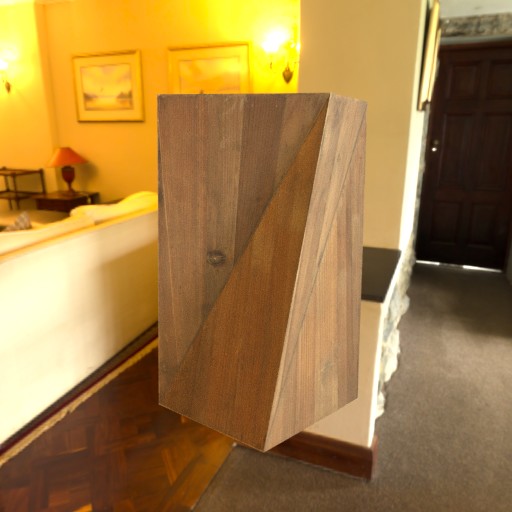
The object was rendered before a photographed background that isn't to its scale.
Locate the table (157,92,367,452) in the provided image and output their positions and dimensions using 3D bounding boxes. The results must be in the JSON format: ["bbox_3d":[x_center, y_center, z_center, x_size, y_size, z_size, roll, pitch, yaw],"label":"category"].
[{"bbox_3d":[0.000,0.000,0.908,0.425,0.604,0.441,-8,18,-26],"label":"table"}]
